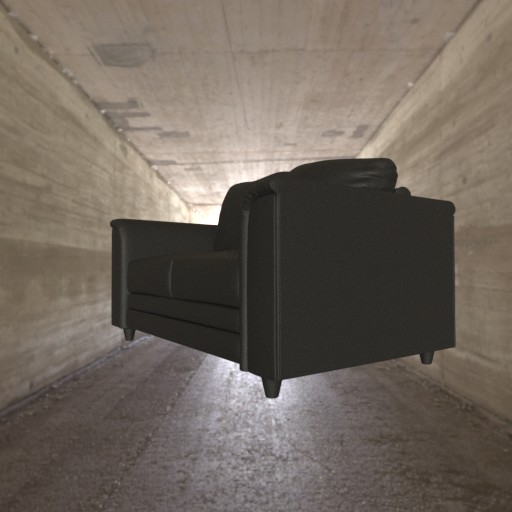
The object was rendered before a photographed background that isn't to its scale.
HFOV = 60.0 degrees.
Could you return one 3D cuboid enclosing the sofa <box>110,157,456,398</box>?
[{"bbox_3d":[0.000,0.000,1.984,0.887,0.845,1.386,1,-2,-35],"label":"sofa"}]
